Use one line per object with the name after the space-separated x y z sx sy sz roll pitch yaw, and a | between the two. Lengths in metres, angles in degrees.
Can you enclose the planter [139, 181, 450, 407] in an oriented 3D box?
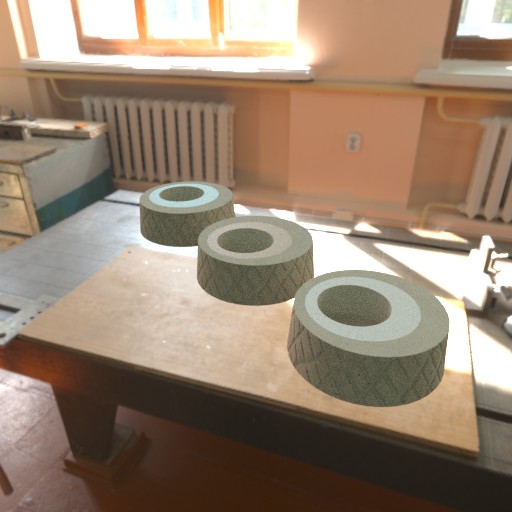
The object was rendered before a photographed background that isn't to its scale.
0.000 0.000 0.422 0.114 0.038 0.390 -18 33 -31 | planter
